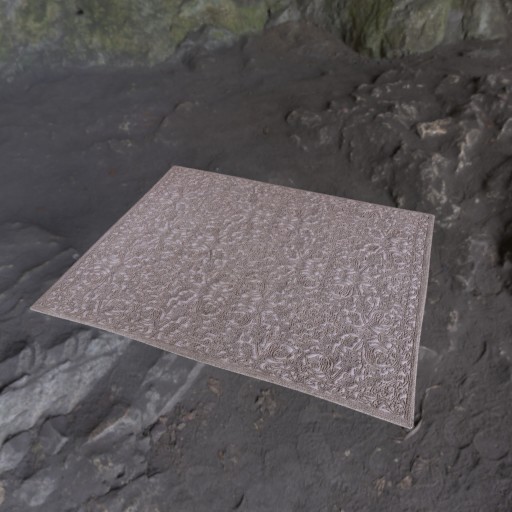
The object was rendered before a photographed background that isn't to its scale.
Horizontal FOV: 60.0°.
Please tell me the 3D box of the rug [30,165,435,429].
[{"bbox_3d":[0.000,0.000,4.072,3.017,0.035,2.472,13,43,15],"label":"rug"}]
